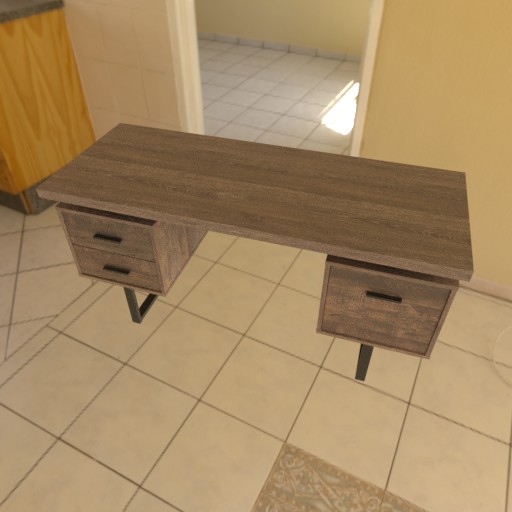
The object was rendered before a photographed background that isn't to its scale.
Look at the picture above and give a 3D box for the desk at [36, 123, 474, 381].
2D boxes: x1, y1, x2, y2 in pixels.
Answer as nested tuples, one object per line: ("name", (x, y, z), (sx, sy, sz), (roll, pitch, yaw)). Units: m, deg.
("desk", (0.000, 0.000, 1.933), (1.524, 0.760, 0.600), (12, 42, 13))
